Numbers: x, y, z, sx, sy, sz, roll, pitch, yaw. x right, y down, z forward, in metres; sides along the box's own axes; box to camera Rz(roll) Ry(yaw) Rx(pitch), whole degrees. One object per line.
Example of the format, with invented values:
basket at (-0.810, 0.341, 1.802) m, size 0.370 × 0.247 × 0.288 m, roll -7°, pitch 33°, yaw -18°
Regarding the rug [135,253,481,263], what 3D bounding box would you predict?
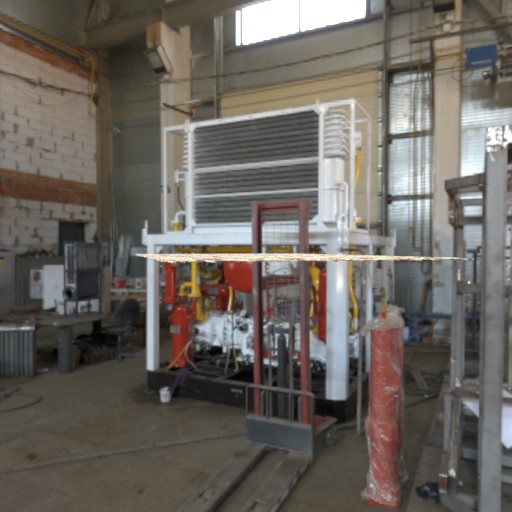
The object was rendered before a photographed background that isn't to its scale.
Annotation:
rug at (0.000, 0.000, 3.031) m, size 1.524 × 0.011 × 2.438 m, roll 0°, pitch 1°, yaw -18°
